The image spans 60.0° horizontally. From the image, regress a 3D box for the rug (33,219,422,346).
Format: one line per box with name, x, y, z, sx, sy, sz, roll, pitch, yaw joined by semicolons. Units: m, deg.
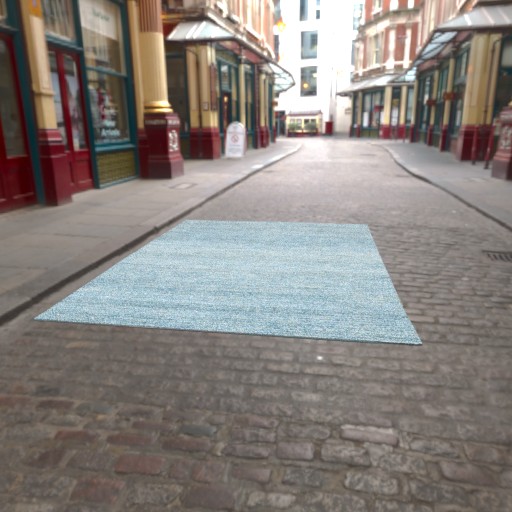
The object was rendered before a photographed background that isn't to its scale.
rug;0.000;0.000;2.859;1.611;0.026;2.260;2;16;8
